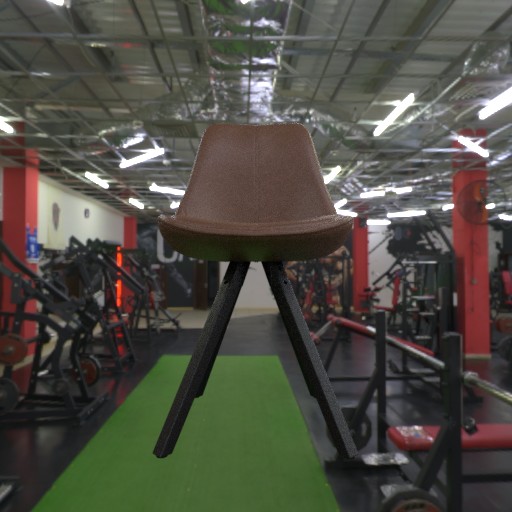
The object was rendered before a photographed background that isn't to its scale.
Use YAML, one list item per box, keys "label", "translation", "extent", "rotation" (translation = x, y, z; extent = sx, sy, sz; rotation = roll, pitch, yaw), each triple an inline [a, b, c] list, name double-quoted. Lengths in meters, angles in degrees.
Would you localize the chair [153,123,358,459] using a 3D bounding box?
- label: "chair"
  translation: [0.000, 0.000, 1.150]
  extent: [0.475, 0.850, 0.550]
  rotation: [0, -1, 0]
